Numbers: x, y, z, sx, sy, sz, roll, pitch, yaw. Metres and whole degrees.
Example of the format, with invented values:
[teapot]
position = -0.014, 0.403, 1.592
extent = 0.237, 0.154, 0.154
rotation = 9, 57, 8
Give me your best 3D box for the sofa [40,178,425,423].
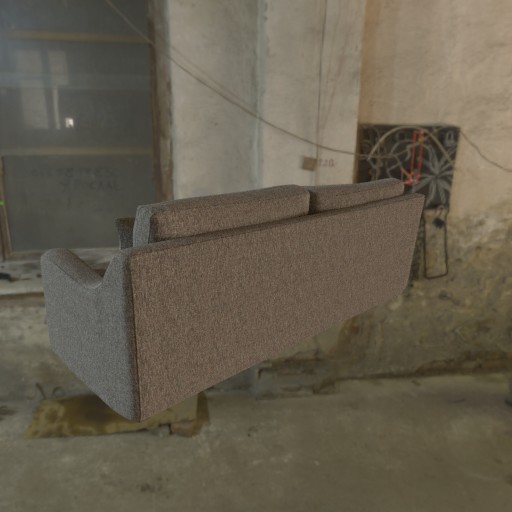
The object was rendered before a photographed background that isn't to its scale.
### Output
[sofa]
position = 0.000, 0.000, 2.906
extent = 2.418, 0.998, 1.103
rotation = -15, 21, -42
